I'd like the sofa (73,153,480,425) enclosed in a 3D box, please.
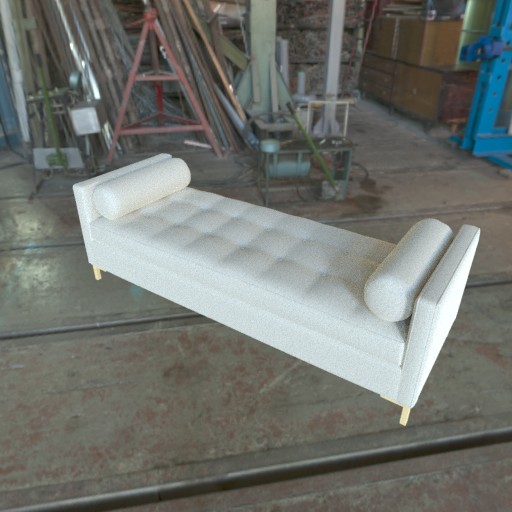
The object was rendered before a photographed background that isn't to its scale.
[{"bbox_3d":[0.000,0.000,2.373,1.985,0.641,0.746,19,35,29],"label":"sofa"}]
